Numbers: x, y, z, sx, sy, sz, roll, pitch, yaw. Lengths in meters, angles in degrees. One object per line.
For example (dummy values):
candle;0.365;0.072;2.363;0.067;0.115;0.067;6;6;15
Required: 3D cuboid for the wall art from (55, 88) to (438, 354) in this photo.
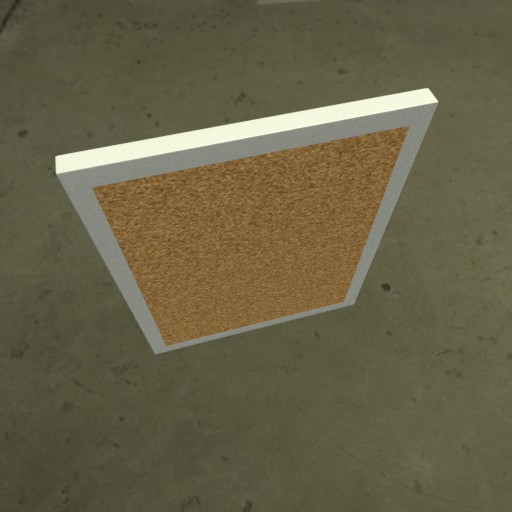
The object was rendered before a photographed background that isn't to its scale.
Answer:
wall art;0.000;0.000;0.749;0.454;0.556;0.028;-13;58;-8
